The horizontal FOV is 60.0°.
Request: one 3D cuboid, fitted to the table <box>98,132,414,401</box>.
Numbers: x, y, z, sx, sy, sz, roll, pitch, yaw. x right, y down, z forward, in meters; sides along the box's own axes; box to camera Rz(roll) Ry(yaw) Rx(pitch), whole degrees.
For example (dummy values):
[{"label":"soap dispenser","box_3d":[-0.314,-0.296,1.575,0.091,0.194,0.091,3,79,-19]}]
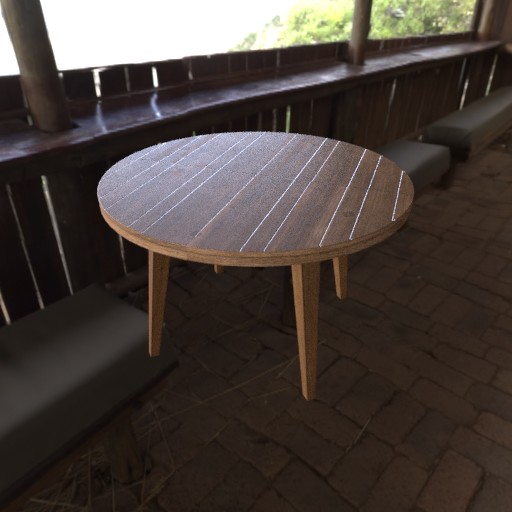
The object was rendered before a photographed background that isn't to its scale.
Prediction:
[{"label":"table","box_3d":[0.000,0.000,1.972,1.213,0.764,1.213,0,31,0]}]
